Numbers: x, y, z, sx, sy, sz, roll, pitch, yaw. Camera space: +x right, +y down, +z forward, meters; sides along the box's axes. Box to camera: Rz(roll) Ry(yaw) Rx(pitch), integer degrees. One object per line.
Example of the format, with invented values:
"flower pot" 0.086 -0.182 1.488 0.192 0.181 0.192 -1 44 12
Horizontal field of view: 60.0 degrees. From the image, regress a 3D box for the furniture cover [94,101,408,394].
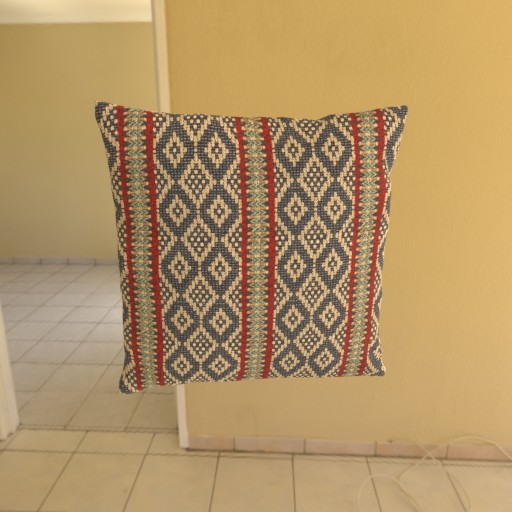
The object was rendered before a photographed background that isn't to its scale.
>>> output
"furniture cover" 0.000 0.000 0.657 0.431 0.431 0.139 -2 16 -7
